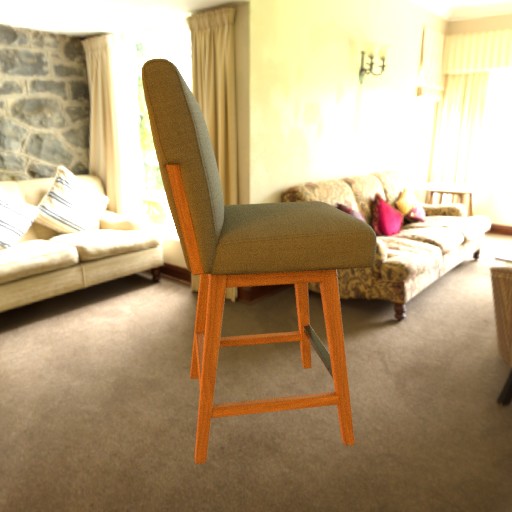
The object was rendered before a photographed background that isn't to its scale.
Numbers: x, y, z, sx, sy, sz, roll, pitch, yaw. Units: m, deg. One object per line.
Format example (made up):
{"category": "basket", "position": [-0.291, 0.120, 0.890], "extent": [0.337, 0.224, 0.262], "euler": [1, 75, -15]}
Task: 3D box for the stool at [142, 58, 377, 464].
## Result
{"category": "stool", "position": [0.000, 0.000, 1.303], "extent": [0.570, 1.019, 0.459], "euler": [-3, 16, -9]}
